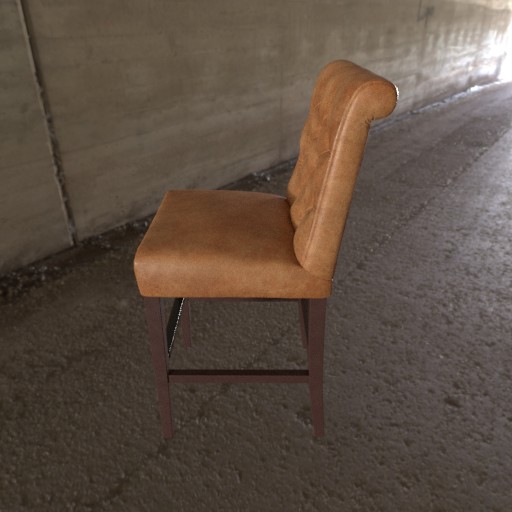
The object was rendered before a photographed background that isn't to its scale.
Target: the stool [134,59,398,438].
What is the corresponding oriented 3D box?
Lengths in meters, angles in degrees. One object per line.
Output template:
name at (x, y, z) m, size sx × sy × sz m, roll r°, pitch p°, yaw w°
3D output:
stool at (0.000, 0.000, 1.325) m, size 0.601 × 1.047 × 0.493 m, roll 0°, pitch 29°, yaw 0°
